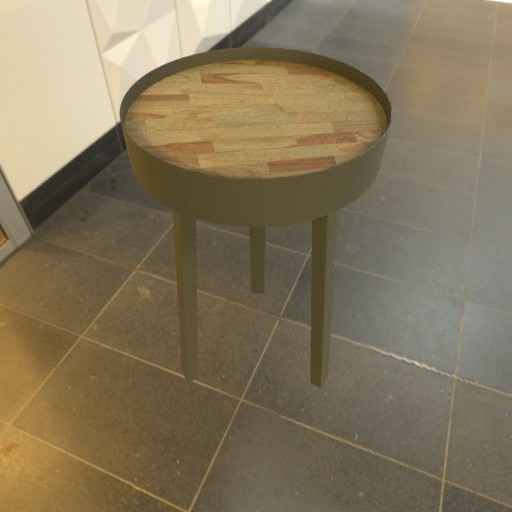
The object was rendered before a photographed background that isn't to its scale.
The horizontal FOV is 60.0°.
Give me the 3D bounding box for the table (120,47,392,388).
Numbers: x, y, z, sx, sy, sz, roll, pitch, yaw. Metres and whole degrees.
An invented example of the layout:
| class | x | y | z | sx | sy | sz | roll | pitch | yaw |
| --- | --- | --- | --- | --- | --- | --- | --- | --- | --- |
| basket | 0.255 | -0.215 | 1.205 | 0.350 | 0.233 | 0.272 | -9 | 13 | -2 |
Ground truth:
| class | x | y | z | sx | sy | sz | roll | pitch | yaw |
| --- | --- | --- | --- | --- | --- | --- | --- | --- | --- |
| table | 0.000 | 0.000 | 0.921 | 0.406 | 0.686 | 0.406 | 2 | 46 | 2 |
